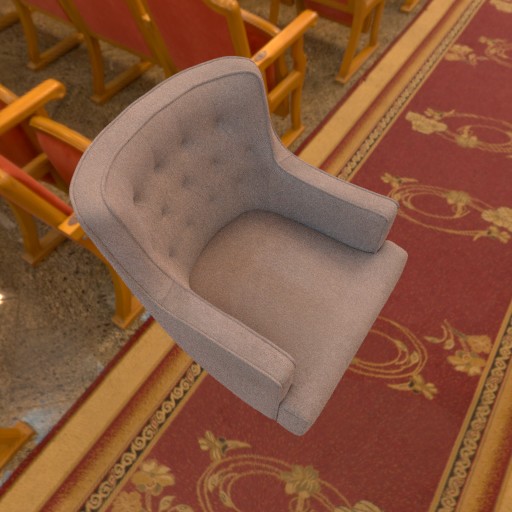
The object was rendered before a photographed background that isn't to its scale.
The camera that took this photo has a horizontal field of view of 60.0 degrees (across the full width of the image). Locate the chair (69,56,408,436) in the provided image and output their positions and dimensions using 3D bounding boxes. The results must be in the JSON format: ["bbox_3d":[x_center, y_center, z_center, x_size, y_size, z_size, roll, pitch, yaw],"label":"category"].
[{"bbox_3d":[0.000,0.000,1.558,0.910,0.919,0.781,30,63,17],"label":"chair"}]
